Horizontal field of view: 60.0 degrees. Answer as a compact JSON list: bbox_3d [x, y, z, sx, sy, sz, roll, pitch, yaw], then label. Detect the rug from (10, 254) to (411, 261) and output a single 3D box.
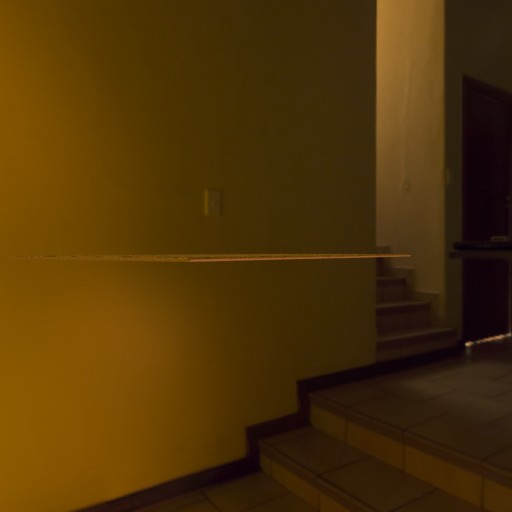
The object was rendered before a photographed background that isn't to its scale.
[{"bbox_3d":[0.000,0.000,1.397,0.605,0.007,1.220,0,1,36],"label":"rug"}]
